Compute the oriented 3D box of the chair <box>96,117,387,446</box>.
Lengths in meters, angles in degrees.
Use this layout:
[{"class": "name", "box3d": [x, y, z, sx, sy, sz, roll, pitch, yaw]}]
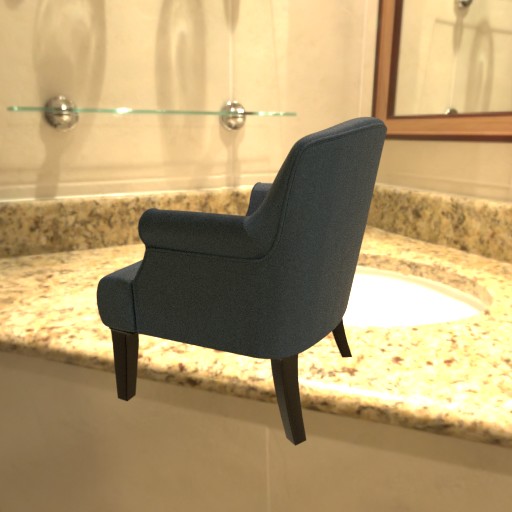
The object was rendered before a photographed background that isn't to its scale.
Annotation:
[{"class": "chair", "box3d": [0.000, 0.000, 1.477, 0.754, 0.878, 0.770, 8, 18, 25]}]
